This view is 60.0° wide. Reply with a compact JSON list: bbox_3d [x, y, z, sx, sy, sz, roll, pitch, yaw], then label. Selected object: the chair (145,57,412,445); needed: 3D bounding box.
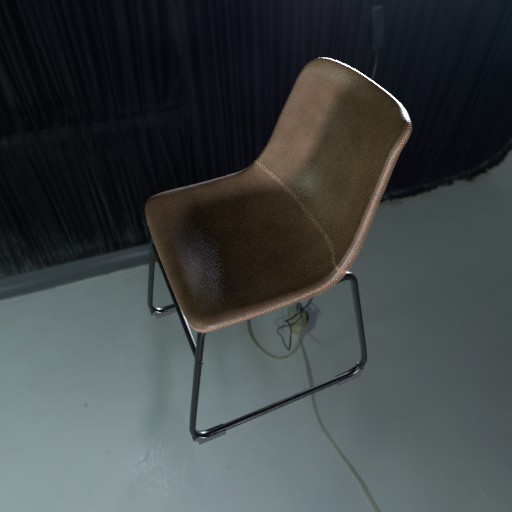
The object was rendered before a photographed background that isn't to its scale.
[{"bbox_3d":[0.000,0.000,1.096,0.551,0.780,0.460,-18,49,-16],"label":"chair"}]
